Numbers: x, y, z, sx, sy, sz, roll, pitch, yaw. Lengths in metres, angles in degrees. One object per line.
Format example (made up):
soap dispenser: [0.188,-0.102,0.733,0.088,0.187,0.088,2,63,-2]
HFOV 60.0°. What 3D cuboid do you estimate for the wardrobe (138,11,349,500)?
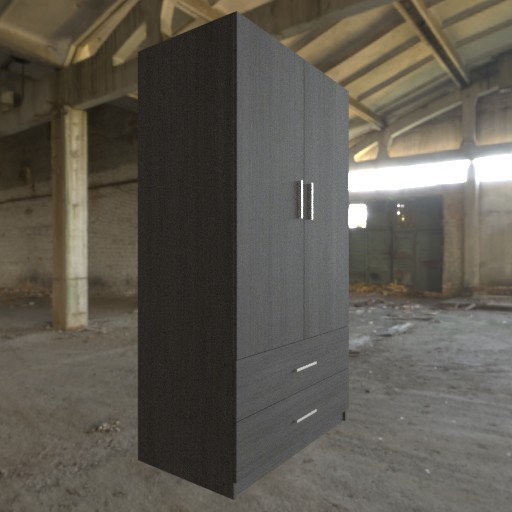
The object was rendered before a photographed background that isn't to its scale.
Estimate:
wardrobe: [0.000,0.000,2.192,0.577,1.808,0.991,0,0,36]
